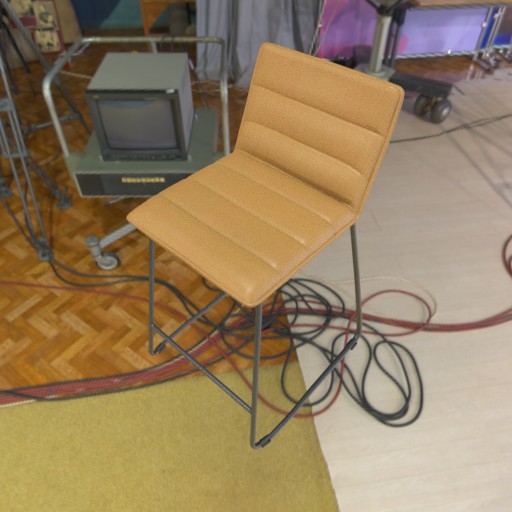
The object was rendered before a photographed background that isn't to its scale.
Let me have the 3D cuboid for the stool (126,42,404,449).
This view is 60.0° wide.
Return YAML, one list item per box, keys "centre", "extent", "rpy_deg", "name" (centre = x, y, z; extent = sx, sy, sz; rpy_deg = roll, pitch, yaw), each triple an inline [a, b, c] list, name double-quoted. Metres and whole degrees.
- centre: [0.000, 0.000, 1.160]
  extent: [0.489, 0.866, 0.524]
  rpy_deg: [33, 54, 28]
  name: "stool"
